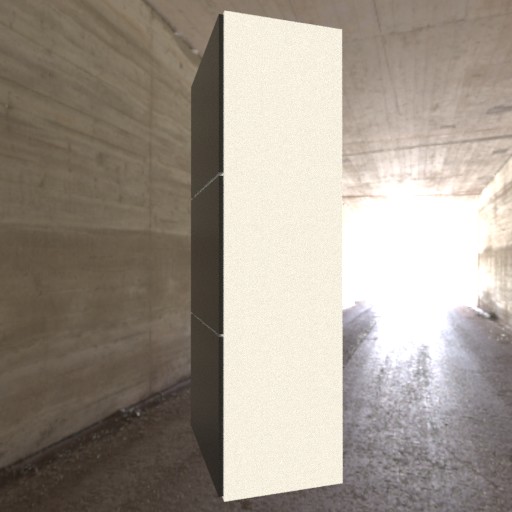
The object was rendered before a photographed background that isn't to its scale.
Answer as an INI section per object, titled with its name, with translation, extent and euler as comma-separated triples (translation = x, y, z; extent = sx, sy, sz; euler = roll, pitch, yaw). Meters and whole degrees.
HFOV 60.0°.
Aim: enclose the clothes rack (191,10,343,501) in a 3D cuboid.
[clothes rack]
translation = 0.000, 0.000, 1.354
extent = 0.330, 1.187, 0.500
euler = 0, 0, -16
